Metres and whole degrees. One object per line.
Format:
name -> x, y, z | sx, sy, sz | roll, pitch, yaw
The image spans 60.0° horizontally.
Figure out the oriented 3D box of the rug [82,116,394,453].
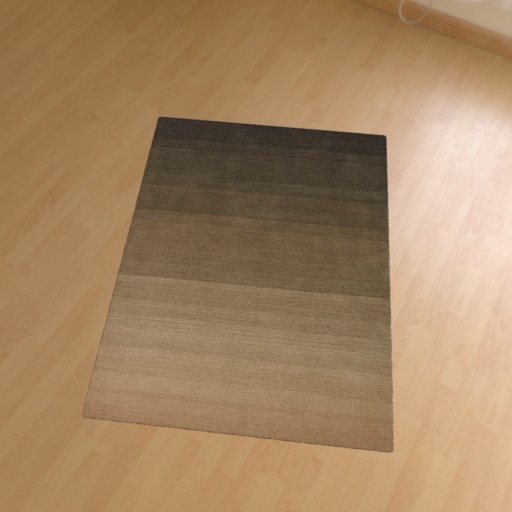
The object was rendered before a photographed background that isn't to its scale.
rug -> 0.000, 0.000, 3.844 | 2.306, 0.017, 2.902 | 5, 65, 3
